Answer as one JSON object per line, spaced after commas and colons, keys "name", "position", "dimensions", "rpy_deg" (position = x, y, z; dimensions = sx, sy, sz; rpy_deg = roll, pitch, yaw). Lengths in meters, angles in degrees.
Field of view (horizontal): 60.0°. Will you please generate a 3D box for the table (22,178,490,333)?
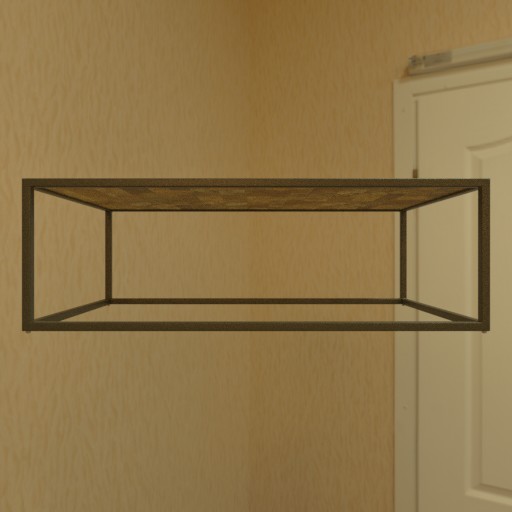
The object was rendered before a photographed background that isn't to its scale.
{"name": "table", "position": [0.000, 0.000, 1.457], "dimensions": [1.199, 0.398, 0.649], "rpy_deg": [0, 0, 0]}
